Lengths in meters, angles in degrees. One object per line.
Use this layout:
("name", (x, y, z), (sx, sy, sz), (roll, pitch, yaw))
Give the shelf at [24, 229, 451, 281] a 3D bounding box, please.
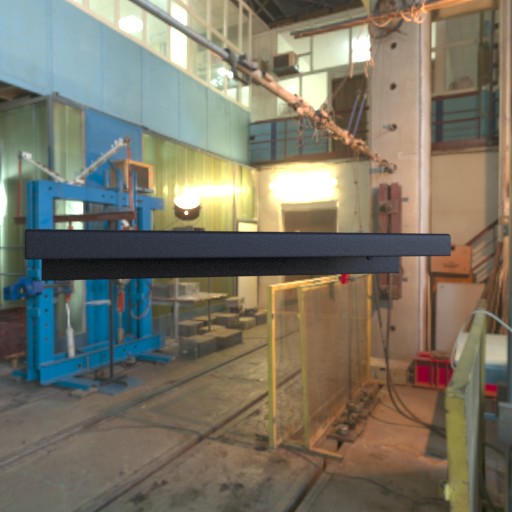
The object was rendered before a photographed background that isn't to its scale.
("shelf", (0.000, 0.000, 0.503), (0.456, 0.053, 0.102), (0, 1, -18))
